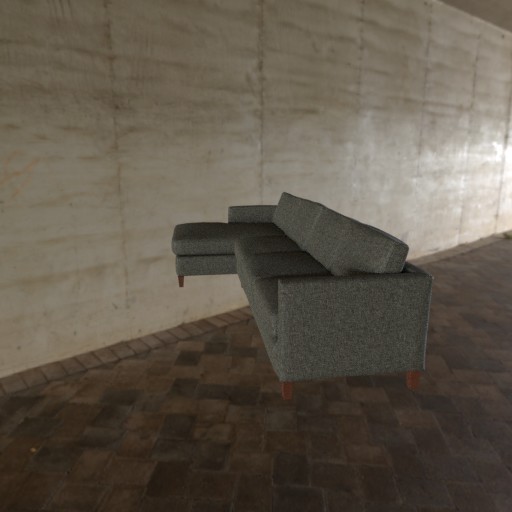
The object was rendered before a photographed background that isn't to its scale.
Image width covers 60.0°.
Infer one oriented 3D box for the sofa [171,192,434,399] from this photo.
[{"bbox_3d":[0.000,0.000,4.182,1.635,0.960,3.485,-2,14,-8],"label":"sofa"}]
